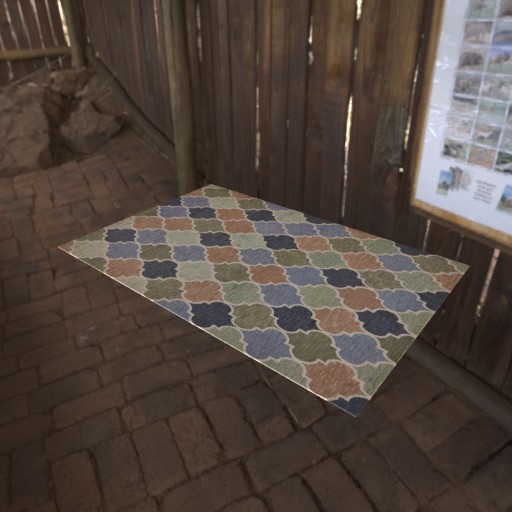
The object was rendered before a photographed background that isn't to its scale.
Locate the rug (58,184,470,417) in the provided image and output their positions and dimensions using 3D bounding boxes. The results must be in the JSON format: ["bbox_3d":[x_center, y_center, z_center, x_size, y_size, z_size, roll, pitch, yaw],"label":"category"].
[{"bbox_3d":[0.000,0.000,2.946,2.284,0.006,1.521,22,37,33],"label":"rug"}]
